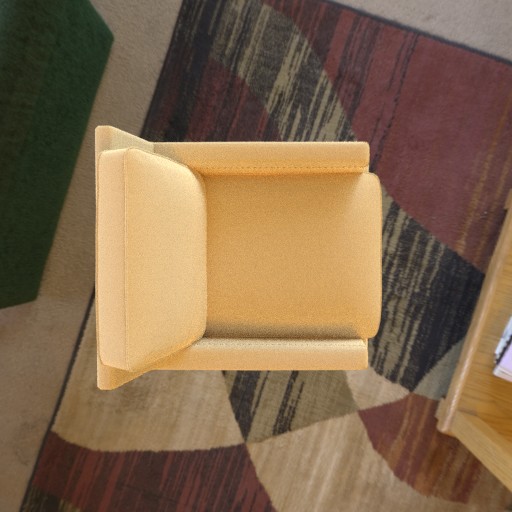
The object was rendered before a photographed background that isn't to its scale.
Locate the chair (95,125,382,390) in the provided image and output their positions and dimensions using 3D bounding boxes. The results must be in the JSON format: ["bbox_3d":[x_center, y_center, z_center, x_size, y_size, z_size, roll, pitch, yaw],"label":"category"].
[{"bbox_3d":[0.000,0.000,1.732,1.014,0.943,0.853,0,91,1],"label":"chair"}]
